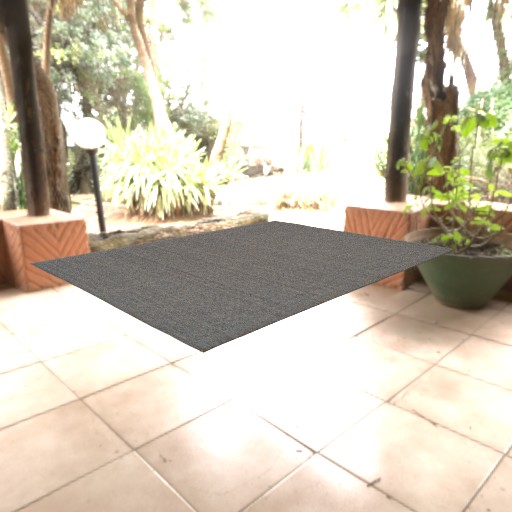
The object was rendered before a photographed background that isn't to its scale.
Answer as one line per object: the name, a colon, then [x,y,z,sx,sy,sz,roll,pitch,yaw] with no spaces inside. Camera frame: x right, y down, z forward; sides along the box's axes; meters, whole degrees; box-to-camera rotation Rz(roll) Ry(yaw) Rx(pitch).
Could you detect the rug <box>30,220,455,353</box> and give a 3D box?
rug: [0.000,0.000,4.171,3.200,0.007,2.443,-14,20,-43]
